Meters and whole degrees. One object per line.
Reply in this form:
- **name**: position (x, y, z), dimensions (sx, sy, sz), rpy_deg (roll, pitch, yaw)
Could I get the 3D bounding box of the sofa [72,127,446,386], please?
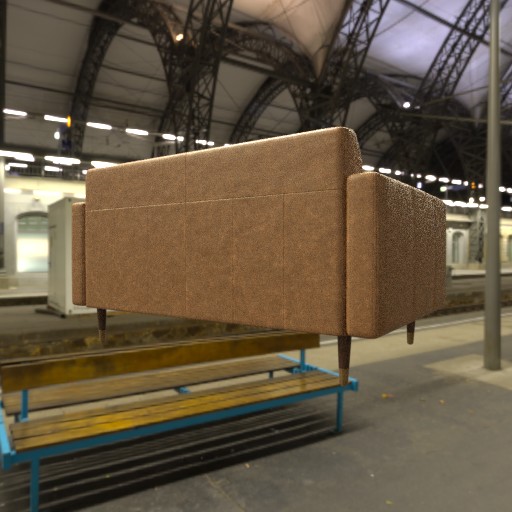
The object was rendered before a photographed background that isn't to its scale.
- **sofa**: position (0.000, 0.000, 2.100), dimensions (1.549, 0.820, 0.960), rpy_deg (0, 1, 34)
